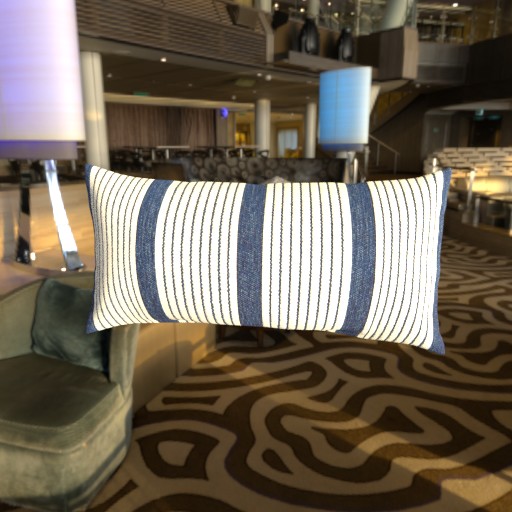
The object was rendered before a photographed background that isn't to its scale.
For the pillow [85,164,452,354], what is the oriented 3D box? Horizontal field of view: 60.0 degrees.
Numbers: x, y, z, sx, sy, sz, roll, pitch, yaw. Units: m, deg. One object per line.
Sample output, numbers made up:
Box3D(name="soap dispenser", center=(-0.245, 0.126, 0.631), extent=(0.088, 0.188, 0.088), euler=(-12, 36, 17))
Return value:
Box3D(name="pillow", center=(0.000, 0.000, 0.731), extent=(0.608, 0.292, 0.156), euler=(2, 14, 8))
